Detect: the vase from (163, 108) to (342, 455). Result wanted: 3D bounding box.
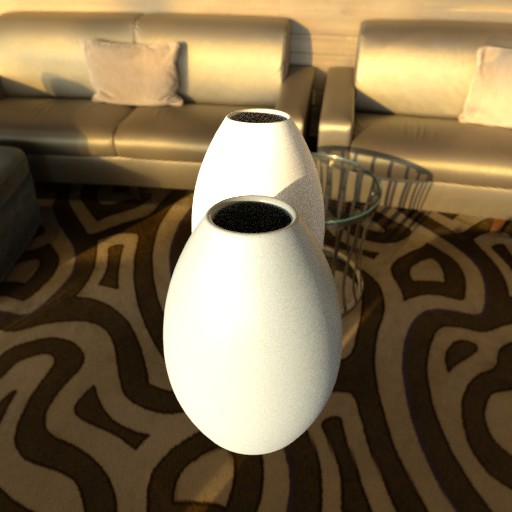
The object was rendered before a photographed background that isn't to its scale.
[{"bbox_3d":[0.000,0.000,0.253,0.089,0.131,0.187,1,40,1],"label":"vase"}]
